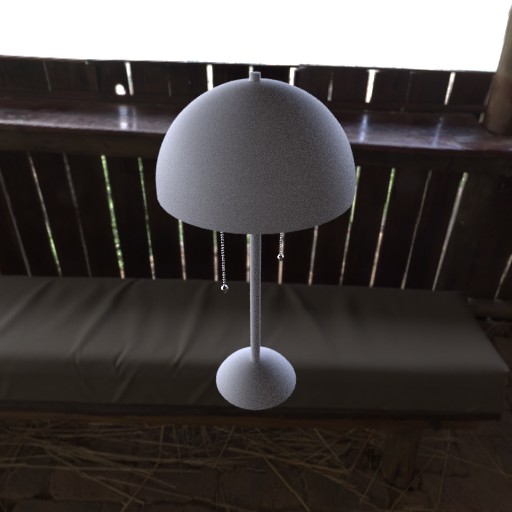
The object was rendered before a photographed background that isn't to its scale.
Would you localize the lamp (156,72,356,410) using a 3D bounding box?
[{"bbox_3d":[0.000,0.000,0.427,0.171,0.330,0.171,0,32,0],"label":"lamp"}]
